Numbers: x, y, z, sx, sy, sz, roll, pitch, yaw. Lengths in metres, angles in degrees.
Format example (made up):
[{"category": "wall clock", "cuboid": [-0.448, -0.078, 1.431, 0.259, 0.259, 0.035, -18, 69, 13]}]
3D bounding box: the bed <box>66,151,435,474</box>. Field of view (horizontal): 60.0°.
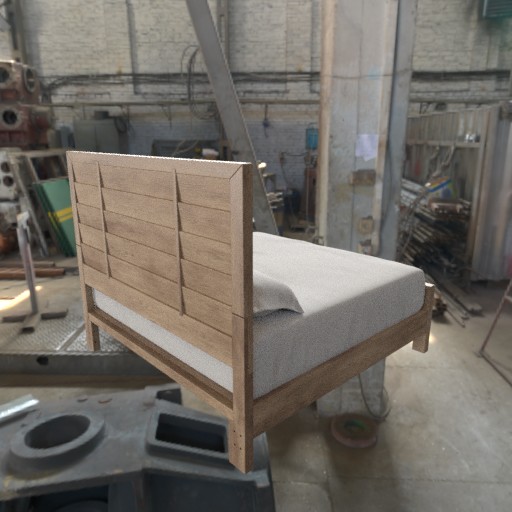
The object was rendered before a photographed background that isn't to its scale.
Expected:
[{"category": "bed", "cuboid": [0.000, 0.000, 3.539, 2.062, 1.626, 2.032, -14, 21, -41]}]
